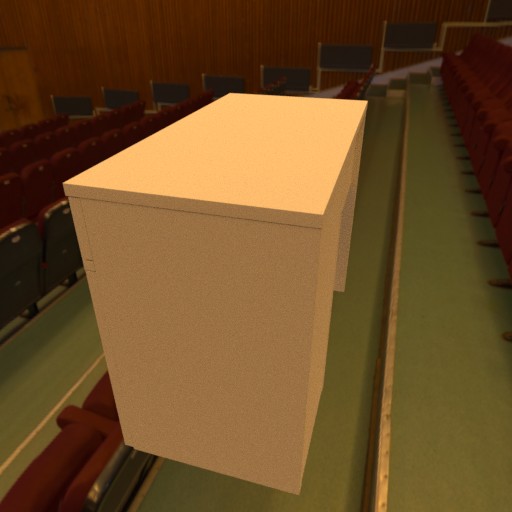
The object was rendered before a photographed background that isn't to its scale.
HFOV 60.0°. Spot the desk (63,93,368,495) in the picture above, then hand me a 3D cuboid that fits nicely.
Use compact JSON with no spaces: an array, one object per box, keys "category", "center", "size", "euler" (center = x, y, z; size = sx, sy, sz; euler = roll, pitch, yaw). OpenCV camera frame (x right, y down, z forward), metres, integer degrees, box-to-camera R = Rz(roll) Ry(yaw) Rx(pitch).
[{"category":"desk","center":[0.000,0.000,1.293],"size":[0.482,0.730,0.898],"euler":[9,31,14]}]
